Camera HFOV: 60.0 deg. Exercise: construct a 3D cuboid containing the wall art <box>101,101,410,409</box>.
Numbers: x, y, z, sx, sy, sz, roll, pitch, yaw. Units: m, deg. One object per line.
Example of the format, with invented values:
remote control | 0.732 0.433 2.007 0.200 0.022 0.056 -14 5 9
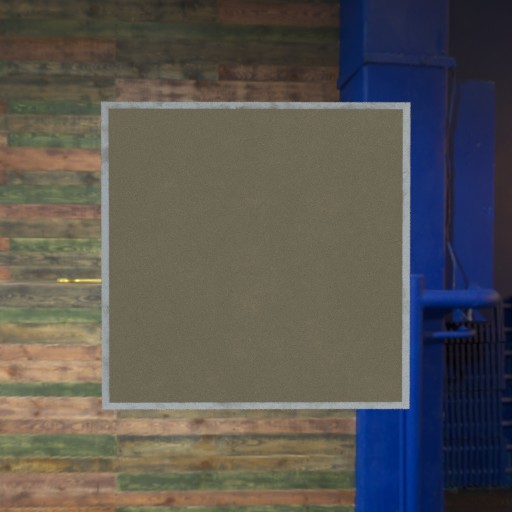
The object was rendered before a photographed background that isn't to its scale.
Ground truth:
wall art | 0.000 0.000 0.744 0.508 0.506 0.029 0 1 0
